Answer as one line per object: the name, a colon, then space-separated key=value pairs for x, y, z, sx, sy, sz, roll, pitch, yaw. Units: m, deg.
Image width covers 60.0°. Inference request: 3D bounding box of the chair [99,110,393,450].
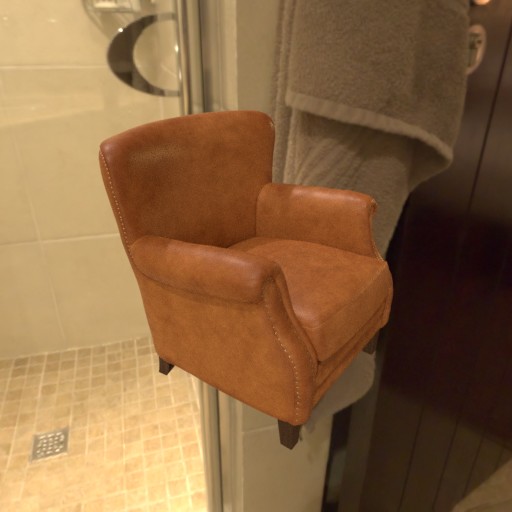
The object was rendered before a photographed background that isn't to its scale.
chair: x=0.000 y=0.000 z=1.684 sx=0.921 sy=0.936 sz=0.861 roll=19 pitch=32 yaw=32
